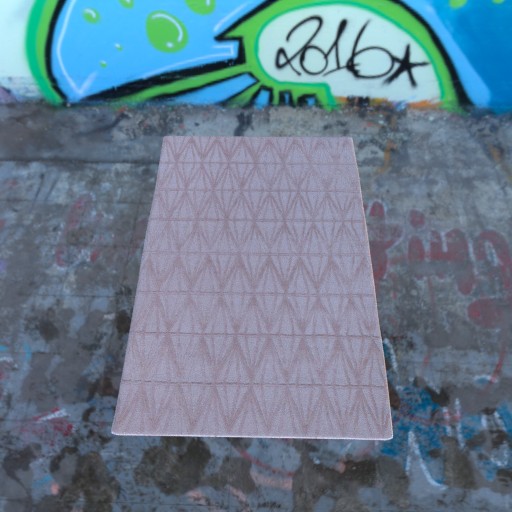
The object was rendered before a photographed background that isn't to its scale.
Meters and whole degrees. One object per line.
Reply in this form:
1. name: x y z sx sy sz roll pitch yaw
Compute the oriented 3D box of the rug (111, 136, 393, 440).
1. rug: 0.000 0.000 2.391 1.230 0.025 1.837 1 58 0
